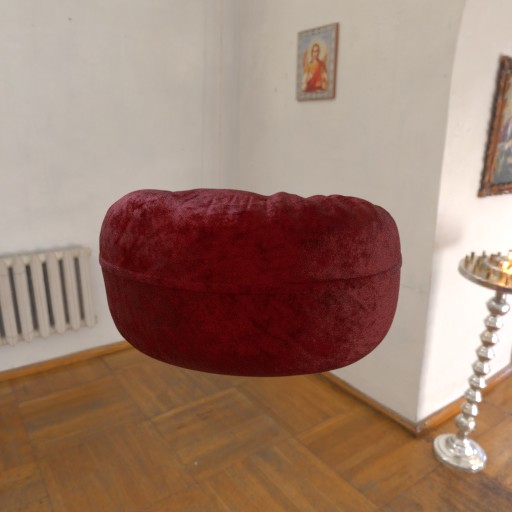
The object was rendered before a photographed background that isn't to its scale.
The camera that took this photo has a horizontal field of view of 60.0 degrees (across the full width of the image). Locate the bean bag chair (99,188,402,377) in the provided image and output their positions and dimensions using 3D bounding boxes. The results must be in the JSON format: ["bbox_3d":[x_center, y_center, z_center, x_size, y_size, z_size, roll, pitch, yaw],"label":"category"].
[{"bbox_3d":[0.000,0.000,2.489,1.524,0.878,1.524,3,16,9],"label":"bean bag chair"}]
